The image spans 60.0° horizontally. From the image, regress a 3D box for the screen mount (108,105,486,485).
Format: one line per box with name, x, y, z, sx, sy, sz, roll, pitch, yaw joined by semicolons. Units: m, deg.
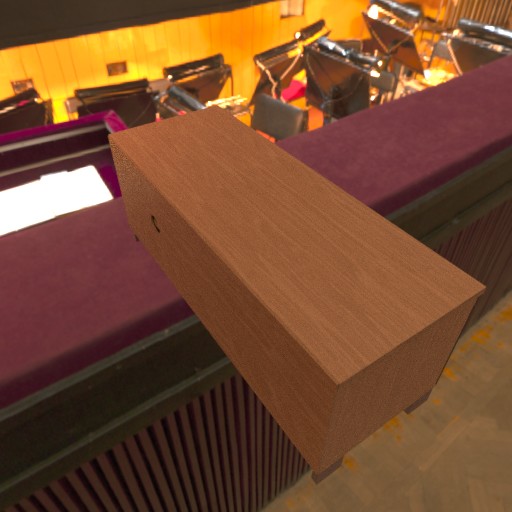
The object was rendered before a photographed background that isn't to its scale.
screen mount;0.000;0.000;1.299;0.406;0.432;1.084;-24;47;-25
